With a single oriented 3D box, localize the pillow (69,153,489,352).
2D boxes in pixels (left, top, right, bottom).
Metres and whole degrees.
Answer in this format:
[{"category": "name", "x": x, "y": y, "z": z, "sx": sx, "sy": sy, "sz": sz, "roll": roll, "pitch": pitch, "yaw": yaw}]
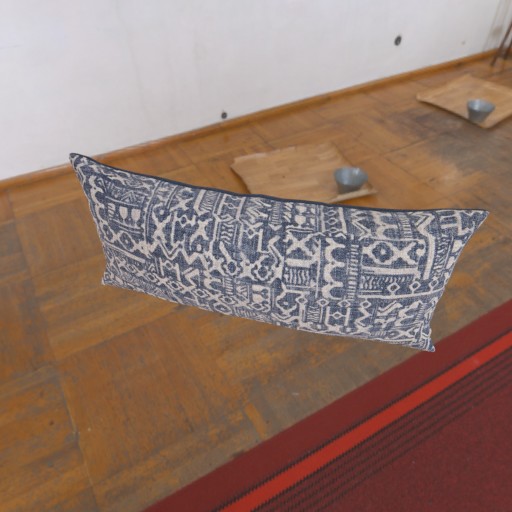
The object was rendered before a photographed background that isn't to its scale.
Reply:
[{"category": "pillow", "x": 0.000, "y": 0.000, "z": 0.720, "sx": 0.631, "sy": 0.292, "sz": 0.148, "roll": 10, "pitch": 43, "yaw": 11}]
